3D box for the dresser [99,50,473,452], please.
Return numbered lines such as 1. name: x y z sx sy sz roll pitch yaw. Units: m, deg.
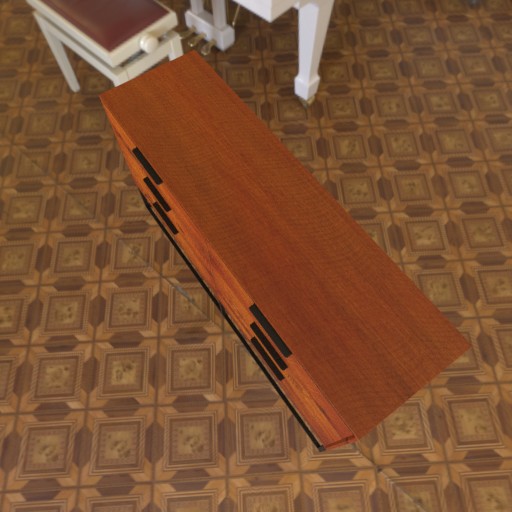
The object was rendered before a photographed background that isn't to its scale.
1. dresser: 0.000 0.000 1.875 0.464 0.810 1.536 -33 68 -15
